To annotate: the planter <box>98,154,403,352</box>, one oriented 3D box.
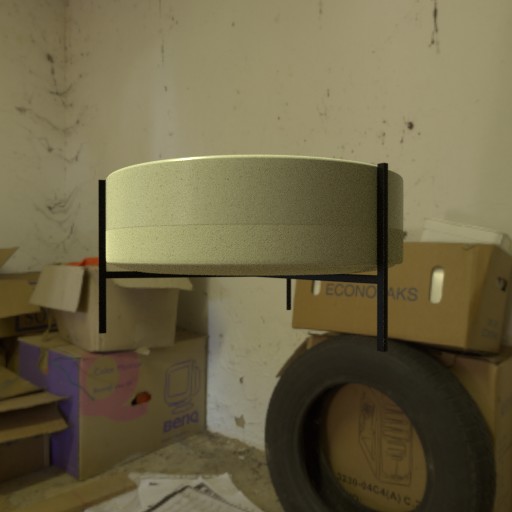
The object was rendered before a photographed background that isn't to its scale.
[{"bbox_3d":[0.000,0.000,0.532,0.336,0.171,0.345,0,0,18],"label":"planter"}]
